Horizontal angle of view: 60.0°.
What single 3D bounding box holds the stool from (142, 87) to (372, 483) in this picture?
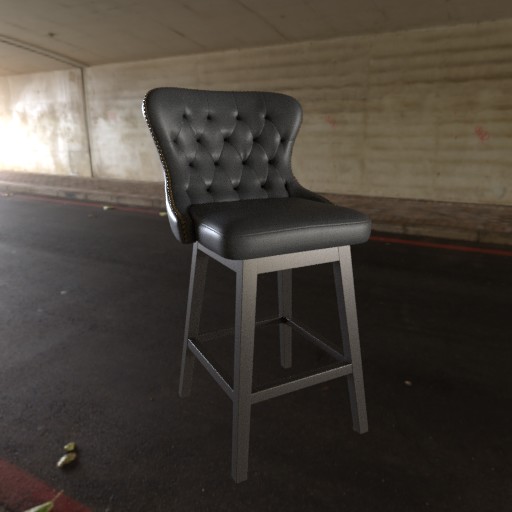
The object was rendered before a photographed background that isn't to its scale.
[{"bbox_3d":[0.000,0.000,1.317,0.528,0.971,0.593,-8,18,-27],"label":"stool"}]
